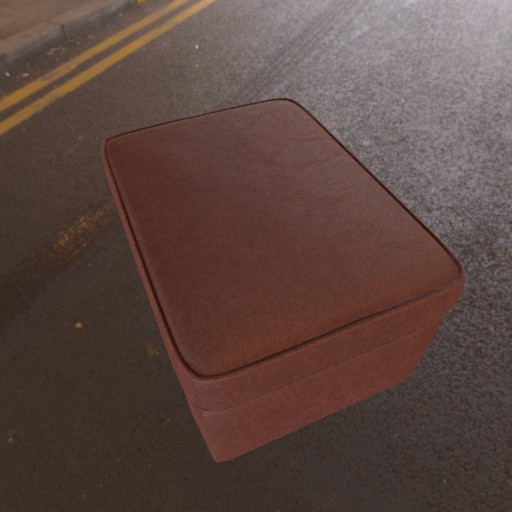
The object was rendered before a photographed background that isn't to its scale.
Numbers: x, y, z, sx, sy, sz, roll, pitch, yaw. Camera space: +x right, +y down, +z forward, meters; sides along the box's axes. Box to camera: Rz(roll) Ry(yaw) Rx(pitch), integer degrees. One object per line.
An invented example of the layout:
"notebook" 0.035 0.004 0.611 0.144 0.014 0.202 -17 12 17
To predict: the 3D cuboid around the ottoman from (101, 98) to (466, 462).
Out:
"ottoman" 0.000 0.000 1.070 0.548 0.449 0.749 -18 50 -16
